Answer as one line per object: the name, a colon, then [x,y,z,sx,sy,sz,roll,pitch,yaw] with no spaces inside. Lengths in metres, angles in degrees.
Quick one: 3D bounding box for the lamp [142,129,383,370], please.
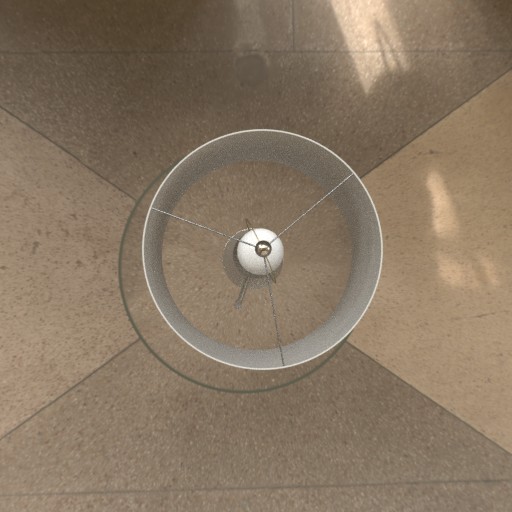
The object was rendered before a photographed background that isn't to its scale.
lamp: [0.000,0.000,0.854,0.333,0.696,0.333,0,89,-1]
